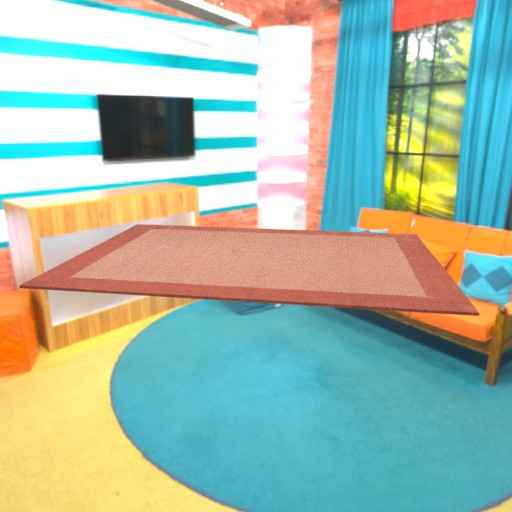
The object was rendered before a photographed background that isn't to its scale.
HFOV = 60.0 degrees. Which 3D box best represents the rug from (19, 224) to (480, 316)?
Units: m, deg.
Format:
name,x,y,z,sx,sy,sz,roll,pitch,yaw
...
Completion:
name,x,y,z,sx,sy,sz,roll,pitch,yaw
rug,0.000,0.000,2.307,1.829,0.014,1.219,3,17,9
